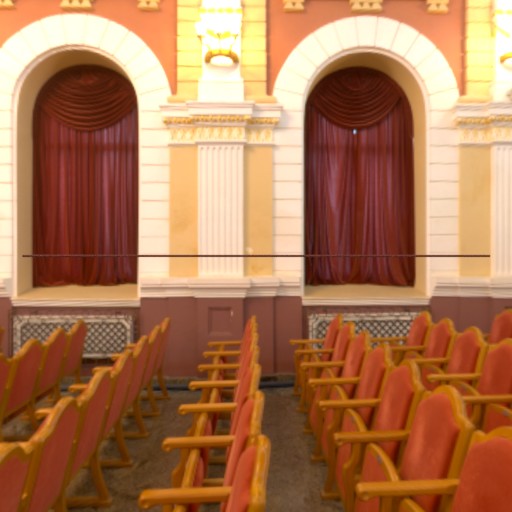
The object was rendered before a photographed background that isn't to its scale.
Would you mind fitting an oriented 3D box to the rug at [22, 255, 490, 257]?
[{"bbox_3d":[0.000,0.000,2.892,2.210,0.011,1.599,0,0,0],"label":"rug"}]
